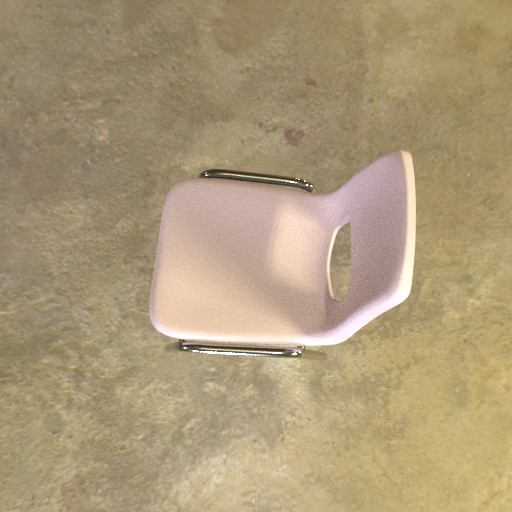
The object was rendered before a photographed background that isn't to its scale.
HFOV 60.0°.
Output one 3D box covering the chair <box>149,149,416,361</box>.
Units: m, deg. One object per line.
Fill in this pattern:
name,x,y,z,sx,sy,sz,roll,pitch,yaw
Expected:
chair,0.000,0.000,0.791,0.385,0.537,0.354,5,76,1
